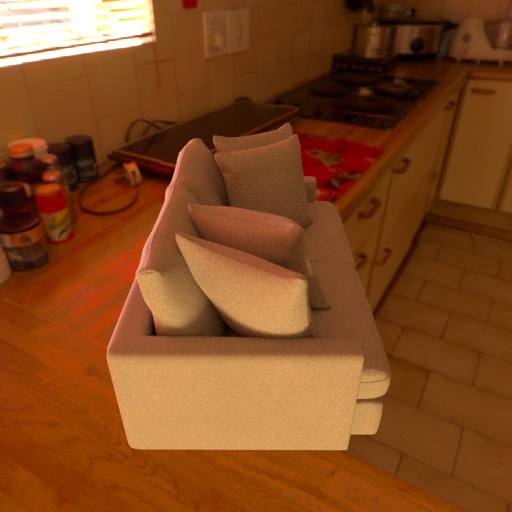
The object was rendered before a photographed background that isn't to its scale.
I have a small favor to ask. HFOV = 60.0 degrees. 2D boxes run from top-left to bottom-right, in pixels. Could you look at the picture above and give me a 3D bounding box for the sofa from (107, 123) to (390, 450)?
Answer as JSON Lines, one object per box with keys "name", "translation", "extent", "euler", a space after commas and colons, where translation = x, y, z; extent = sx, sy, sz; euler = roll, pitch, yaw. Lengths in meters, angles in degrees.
{"name": "sofa", "translation": [0.000, 0.000, 2.610], "extent": [1.228, 1.080, 1.869], "euler": [0, 33, 0]}
